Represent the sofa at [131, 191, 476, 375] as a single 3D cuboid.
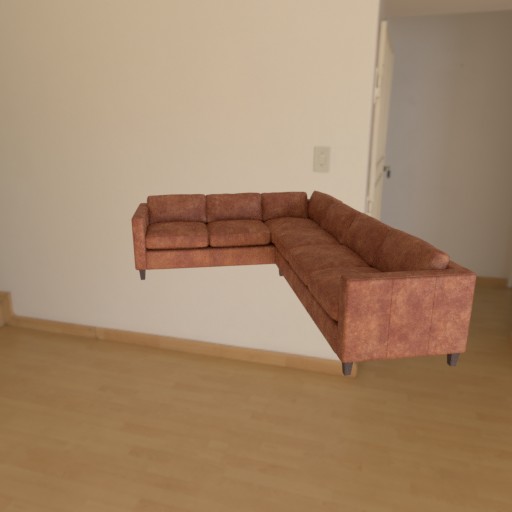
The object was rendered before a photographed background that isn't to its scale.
[{"bbox_3d":[0.000,0.000,4.267,2.438,0.838,3.150,-3,16,-9],"label":"sofa"}]
